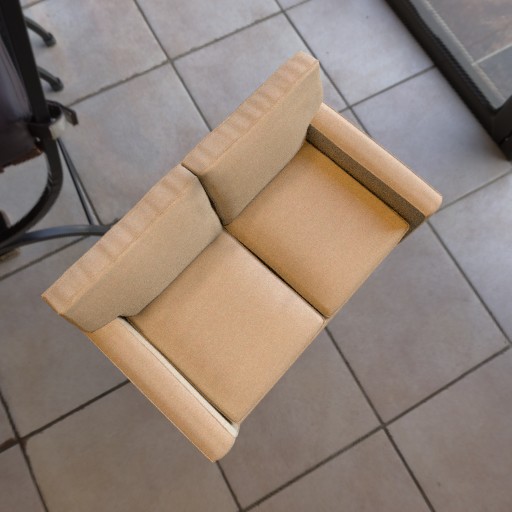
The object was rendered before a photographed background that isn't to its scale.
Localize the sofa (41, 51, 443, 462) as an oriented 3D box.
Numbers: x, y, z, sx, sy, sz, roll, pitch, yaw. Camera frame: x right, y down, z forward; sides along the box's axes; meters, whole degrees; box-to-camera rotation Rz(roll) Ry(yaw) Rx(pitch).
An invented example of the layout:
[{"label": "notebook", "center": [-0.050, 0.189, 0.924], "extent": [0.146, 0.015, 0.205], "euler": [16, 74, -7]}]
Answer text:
[{"label": "sofa", "center": [0.000, 0.000, 2.016], "extent": [0.942, 0.853, 1.484], "euler": [42, 79, 10]}]
